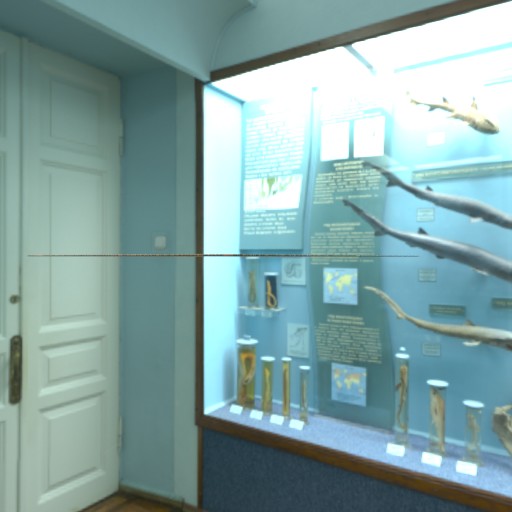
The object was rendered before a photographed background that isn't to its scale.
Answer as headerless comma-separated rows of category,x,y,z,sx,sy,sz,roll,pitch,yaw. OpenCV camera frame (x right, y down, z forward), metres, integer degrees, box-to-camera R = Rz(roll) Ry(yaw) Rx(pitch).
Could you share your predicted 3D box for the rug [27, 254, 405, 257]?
rug,0.000,0.000,3.037,1.521,0.006,2.435,0,0,37
